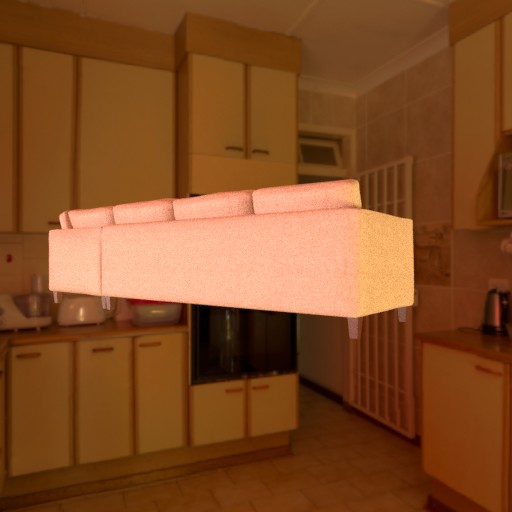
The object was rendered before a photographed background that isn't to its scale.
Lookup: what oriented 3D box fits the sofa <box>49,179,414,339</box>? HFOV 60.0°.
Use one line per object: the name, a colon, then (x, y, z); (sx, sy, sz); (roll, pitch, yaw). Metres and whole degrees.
sofa: (0.000, 0.000, 4.375); (3.333, 0.934, 2.522); (0, 0, 37)
